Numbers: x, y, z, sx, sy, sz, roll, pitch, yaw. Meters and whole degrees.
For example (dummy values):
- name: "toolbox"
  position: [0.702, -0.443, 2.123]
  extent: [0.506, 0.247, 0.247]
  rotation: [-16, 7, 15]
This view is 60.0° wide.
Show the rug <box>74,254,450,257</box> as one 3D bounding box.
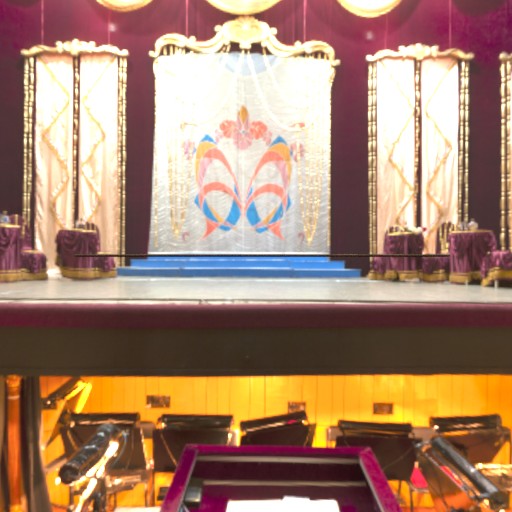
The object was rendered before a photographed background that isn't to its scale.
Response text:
- name: "rug"
  position: [0.000, 0.000, 3.037]
  extent: [1.554, 0.011, 2.476]
  rotation: [0, 0, -1]
